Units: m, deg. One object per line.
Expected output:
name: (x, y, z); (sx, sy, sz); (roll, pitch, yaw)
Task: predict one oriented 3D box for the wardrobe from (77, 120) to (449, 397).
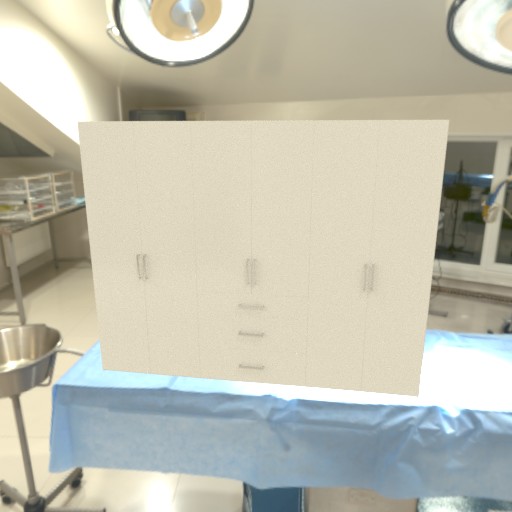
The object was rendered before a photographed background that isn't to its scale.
wardrobe: (0.000, 0.000, 4.064); (3.000, 2.360, 0.580); (2, 16, 9)
